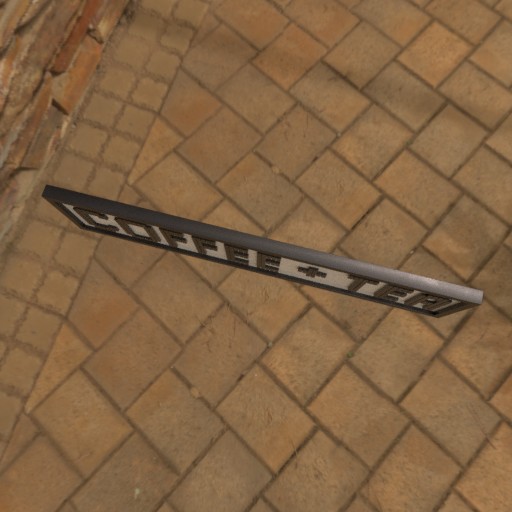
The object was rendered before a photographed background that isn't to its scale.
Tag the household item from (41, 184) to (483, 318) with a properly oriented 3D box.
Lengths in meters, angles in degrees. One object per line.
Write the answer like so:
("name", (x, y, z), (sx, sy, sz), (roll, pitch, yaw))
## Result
("household item", (0.000, 0.000, 1.093), (1.001, 0.236, 0.030), (14, 75, 4))
